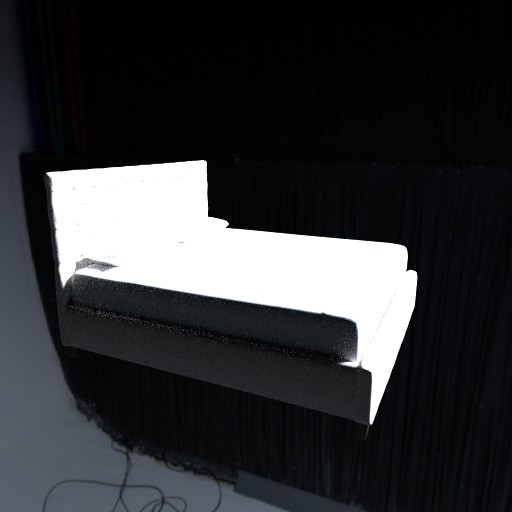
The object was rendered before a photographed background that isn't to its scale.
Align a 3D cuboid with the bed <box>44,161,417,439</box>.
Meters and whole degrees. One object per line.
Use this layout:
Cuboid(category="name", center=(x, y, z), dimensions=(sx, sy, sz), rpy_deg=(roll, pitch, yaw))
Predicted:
Cuboid(category="bed", center=(0.000, 0.000, 3.688), dimensions=(2.387, 1.427, 2.078), rpy_deg=(7, 16, 25))
